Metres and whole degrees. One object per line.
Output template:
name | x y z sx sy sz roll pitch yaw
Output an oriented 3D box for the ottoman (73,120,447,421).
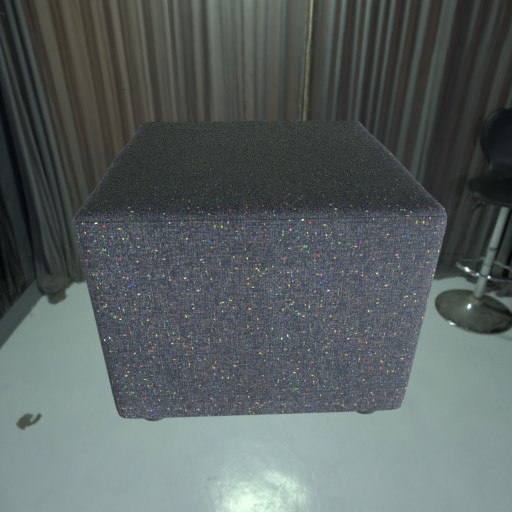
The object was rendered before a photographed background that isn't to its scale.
ottoman | 0.000 0.000 0.878 0.508 0.432 0.508 -1 30 -2
